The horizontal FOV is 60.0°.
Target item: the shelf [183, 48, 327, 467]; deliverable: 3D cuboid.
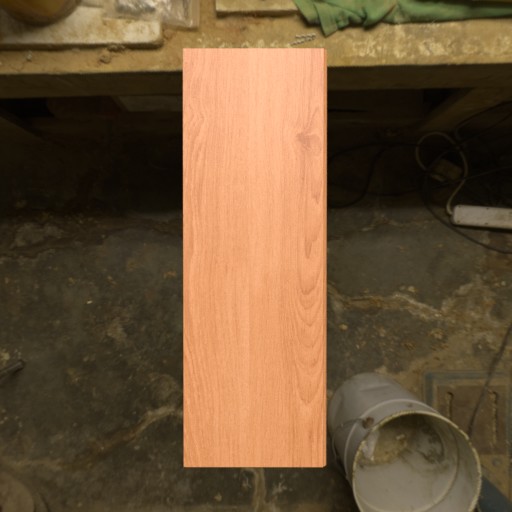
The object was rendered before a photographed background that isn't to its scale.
[{"bbox_3d":[0.000,0.000,1.379,0.291,0.980,0.840,0,91,0],"label":"shelf"}]
